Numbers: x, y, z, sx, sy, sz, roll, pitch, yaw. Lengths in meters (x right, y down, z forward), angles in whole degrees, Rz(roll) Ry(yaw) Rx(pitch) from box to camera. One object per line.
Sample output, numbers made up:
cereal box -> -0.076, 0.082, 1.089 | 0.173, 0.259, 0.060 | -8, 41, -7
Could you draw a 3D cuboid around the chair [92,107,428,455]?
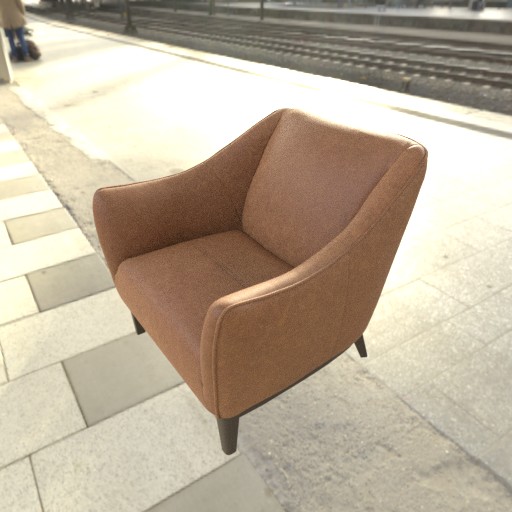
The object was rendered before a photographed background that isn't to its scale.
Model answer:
chair -> 0.000, 0.000, 1.560 | 0.852, 0.830, 0.871 | -20, 36, -30
